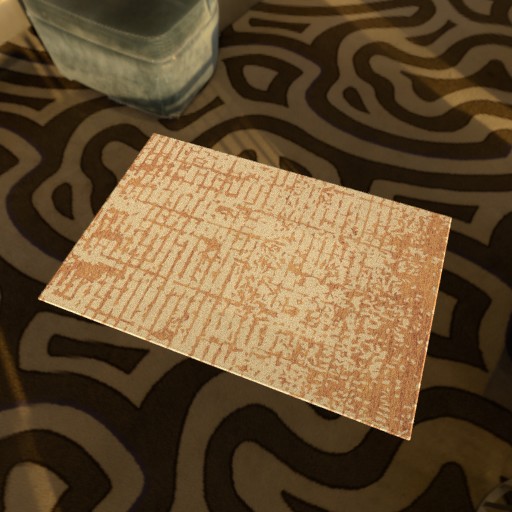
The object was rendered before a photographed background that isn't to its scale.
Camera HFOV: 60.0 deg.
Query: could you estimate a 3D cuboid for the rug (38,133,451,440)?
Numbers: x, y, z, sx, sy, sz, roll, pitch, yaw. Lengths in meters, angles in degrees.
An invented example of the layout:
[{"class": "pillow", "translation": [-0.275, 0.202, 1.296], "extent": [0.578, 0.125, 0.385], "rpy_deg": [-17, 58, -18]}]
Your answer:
[{"class": "rug", "translation": [0.000, 0.000, 2.301], "extent": [1.829, 0.011, 1.219], "rpy_deg": [18, 61, 11]}]
